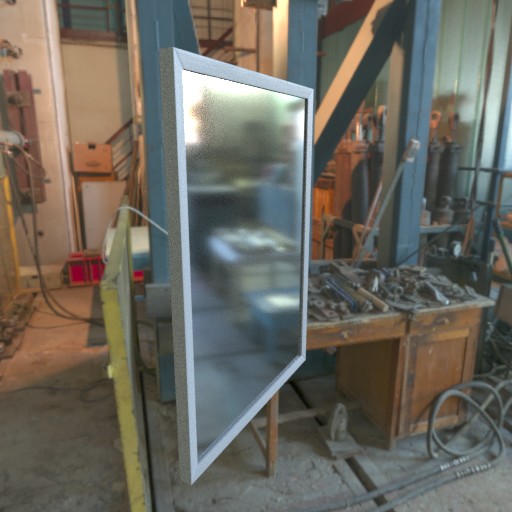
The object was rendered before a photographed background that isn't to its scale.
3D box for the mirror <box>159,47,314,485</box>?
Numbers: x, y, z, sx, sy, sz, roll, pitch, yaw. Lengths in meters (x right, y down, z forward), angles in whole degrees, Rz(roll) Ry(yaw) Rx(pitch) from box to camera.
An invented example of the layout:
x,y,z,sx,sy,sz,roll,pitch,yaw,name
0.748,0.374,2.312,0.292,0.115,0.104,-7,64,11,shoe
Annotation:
x,y,z,sx,sy,sz,roll,pitch,yaw,name
0.000,0.000,1.325,0.040,1.016,0.762,7,16,27,mirror
